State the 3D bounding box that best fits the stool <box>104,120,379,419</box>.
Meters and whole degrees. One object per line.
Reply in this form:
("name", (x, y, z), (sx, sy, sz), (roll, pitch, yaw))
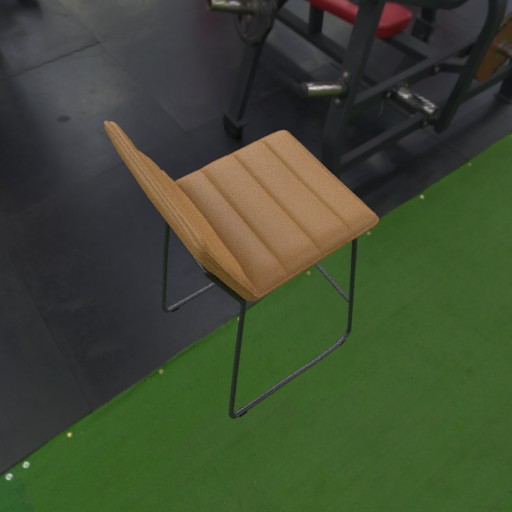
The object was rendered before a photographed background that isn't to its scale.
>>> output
("stool", (0.000, 0.000, 1.256), (0.524, 0.936, 0.489), (-30, 62, -18))
